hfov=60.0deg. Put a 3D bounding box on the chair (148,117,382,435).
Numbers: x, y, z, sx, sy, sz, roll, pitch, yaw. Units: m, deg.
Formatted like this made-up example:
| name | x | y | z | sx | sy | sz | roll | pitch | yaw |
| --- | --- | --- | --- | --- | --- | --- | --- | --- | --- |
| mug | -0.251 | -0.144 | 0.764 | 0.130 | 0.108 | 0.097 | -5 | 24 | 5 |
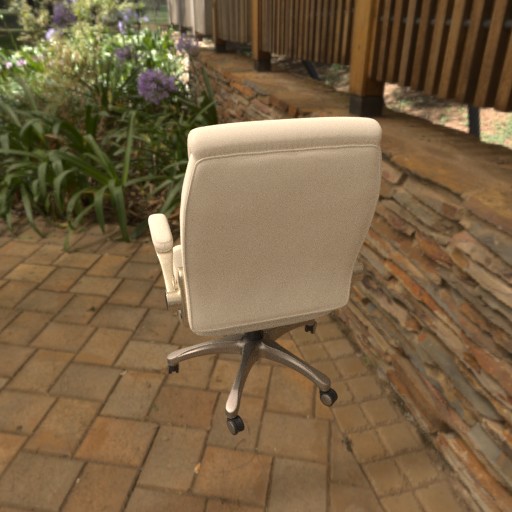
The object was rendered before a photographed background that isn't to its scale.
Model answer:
| name | x | y | z | sx | sy | sz | roll | pitch | yaw |
| --- | --- | --- | --- | --- | --- | --- | --- | --- | --- |
| chair | 0.000 | 0.000 | 1.648 | 0.740 | 1.110 | 0.794 | -10 | 29 | -17 |
